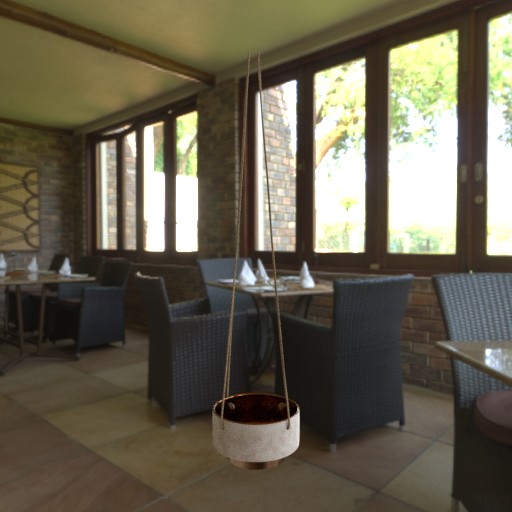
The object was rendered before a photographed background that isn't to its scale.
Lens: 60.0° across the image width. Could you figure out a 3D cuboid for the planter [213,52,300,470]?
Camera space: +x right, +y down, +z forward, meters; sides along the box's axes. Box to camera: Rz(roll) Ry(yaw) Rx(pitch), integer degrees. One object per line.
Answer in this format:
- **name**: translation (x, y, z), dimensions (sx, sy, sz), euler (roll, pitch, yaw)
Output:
- **planter**: translation (0.000, 0.000, 1.133), dimensions (0.223, 1.030, 0.223), euler (0, 1, 1)
